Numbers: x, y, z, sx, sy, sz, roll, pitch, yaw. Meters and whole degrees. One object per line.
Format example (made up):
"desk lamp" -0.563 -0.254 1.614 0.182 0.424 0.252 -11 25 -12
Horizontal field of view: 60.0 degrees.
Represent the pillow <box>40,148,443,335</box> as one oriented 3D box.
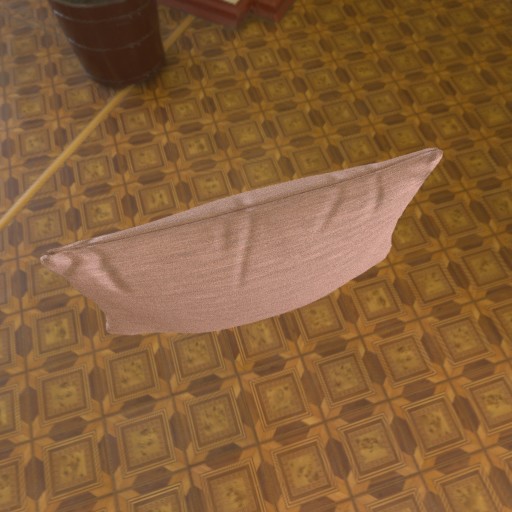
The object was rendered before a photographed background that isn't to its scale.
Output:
"pillow" 0.000 0.000 0.803 0.633 0.338 0.210 -16 64 -8
